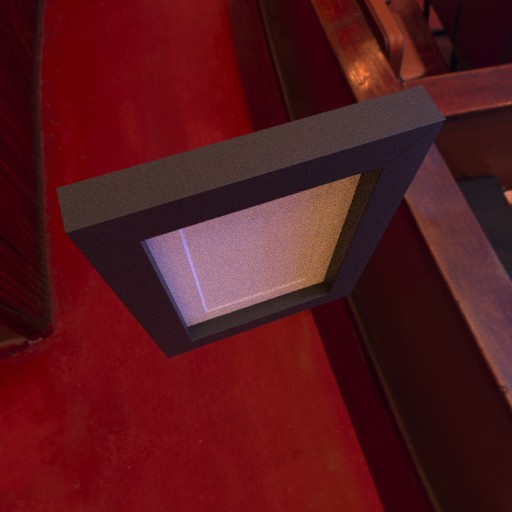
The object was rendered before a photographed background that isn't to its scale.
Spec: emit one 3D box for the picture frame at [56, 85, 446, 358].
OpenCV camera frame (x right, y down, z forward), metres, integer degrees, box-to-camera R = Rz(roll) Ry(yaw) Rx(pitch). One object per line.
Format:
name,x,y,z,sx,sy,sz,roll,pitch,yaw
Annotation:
picture frame,0.000,0.000,0.271,0.157,0.208,0.028,-18,66,-8
